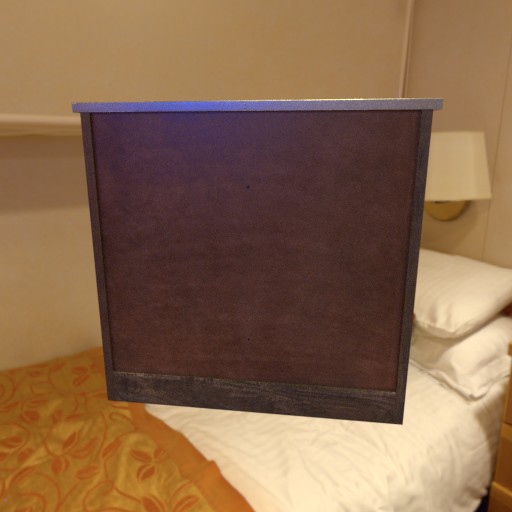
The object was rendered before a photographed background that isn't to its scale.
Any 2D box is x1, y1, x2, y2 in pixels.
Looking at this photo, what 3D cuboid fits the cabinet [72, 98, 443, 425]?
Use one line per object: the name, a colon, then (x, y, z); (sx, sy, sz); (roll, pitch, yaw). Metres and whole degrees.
cabinet: (0.000, 0.000, 1.422); (0.968, 0.919, 0.338); (2, 15, 8)
